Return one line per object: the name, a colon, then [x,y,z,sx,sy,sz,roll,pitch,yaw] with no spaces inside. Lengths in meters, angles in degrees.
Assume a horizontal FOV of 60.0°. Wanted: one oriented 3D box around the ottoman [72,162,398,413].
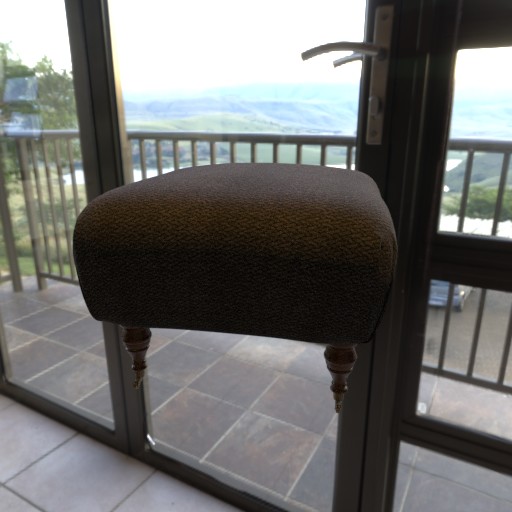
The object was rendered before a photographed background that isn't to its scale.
ottoman: [0.000,0.000,1.145,0.622,0.450,0.747,3,18,11]
